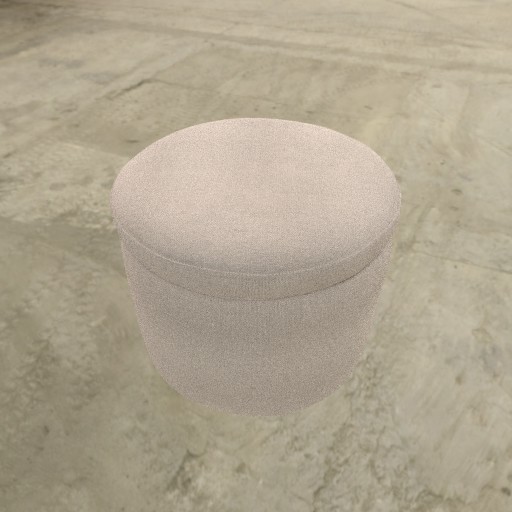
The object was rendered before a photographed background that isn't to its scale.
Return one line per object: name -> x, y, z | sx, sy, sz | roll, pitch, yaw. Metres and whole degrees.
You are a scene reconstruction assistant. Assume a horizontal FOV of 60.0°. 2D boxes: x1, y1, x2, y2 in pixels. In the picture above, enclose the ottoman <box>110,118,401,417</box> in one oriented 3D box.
ottoman -> 0.000, 0.000, 0.879 | 0.497, 0.409, 0.497 | 0, 40, 0
